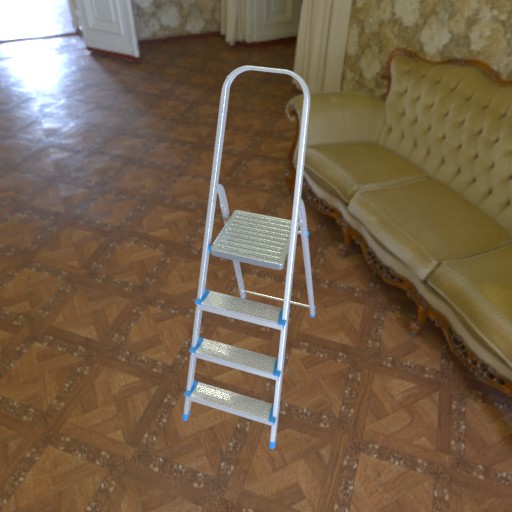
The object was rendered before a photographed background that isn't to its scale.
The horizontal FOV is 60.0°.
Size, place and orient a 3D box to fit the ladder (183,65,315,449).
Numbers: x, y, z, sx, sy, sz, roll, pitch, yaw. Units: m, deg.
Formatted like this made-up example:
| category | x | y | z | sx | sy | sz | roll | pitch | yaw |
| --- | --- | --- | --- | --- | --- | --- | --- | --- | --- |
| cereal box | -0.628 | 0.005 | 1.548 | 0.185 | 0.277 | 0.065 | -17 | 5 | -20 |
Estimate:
| category | x | y | z | sx | sy | sz | roll | pitch | yaw |
| --- | --- | --- | --- | --- | --- | --- | --- | --- | --- |
| ladder | 0.000 | 0.000 | 1.831 | 0.445 | 1.434 | 0.842 | 12 | 42 | 14 |
